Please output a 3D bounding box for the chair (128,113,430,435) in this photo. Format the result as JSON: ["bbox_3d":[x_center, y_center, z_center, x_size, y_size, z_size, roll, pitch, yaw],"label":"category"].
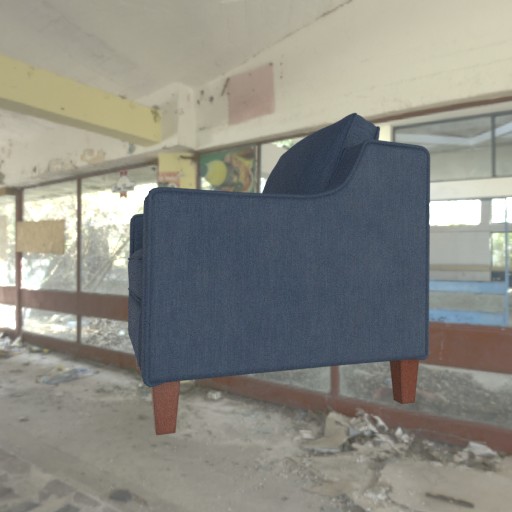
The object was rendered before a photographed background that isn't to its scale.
[{"bbox_3d":[0.000,0.000,1.668,0.909,0.960,0.831,0,0,-19],"label":"chair"}]
